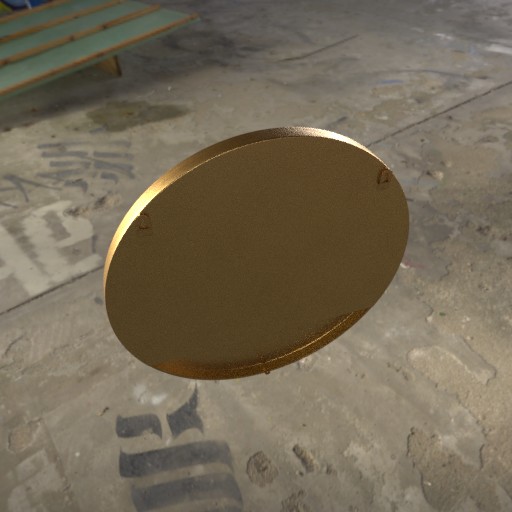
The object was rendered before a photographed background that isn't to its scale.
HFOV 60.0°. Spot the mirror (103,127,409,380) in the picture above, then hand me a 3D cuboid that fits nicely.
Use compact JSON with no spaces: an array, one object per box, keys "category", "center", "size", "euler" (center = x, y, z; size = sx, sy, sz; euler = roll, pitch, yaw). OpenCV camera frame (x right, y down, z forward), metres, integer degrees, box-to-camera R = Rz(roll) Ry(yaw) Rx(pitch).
[{"category":"mirror","center":[0.000,0.000,0.693],"size":[0.457,0.457,0.133],"euler":[-12,43,-14]}]
